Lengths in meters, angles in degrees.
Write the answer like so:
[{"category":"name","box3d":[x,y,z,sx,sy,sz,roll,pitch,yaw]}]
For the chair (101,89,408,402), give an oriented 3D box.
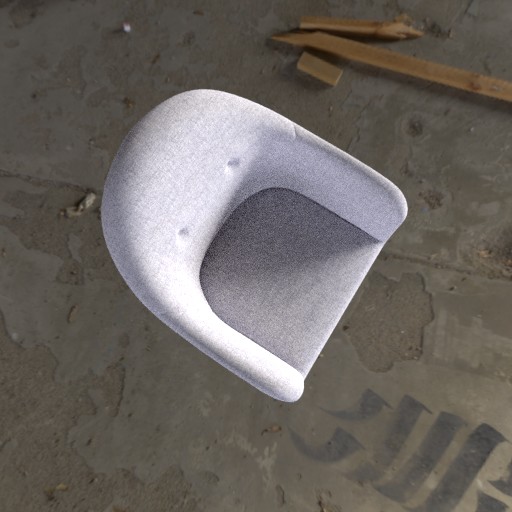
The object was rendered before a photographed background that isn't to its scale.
[{"category":"chair","box3d":[0.000,0.000,1.160,0.570,0.780,0.540,32,79,7]}]
